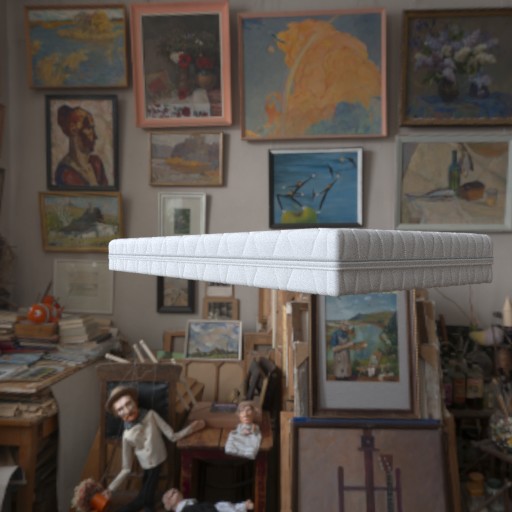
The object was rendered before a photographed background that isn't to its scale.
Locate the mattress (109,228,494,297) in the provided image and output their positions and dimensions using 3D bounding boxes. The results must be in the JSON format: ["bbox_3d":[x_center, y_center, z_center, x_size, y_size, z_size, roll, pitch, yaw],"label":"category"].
[{"bbox_3d":[0.000,0.000,2.310,0.900,0.200,2.000,-1,1,-36],"label":"mattress"}]
